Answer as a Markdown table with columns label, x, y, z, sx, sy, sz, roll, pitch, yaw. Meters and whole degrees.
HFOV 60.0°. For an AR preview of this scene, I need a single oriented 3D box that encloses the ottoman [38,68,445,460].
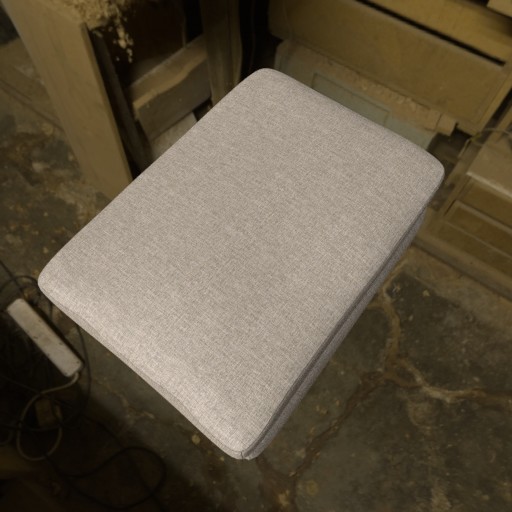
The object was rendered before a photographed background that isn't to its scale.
| label | x | y | z | sx | sy | sz | roll | pitch | yaw |
| --- | --- | --- | --- | --- | --- | --- | --- | --- | --- |
| ottoman | 0.000 | 0.000 | 1.227 | 0.639 | 0.494 | 0.873 | 35 | 69 | 16 |
